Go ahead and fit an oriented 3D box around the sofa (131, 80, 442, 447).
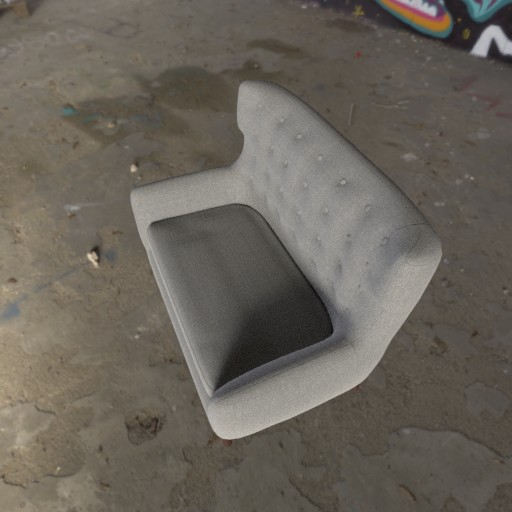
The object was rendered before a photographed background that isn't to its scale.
[{"bbox_3d":[0.000,0.000,2.032,0.884,1.028,1.386,-17,48,-16],"label":"sofa"}]
